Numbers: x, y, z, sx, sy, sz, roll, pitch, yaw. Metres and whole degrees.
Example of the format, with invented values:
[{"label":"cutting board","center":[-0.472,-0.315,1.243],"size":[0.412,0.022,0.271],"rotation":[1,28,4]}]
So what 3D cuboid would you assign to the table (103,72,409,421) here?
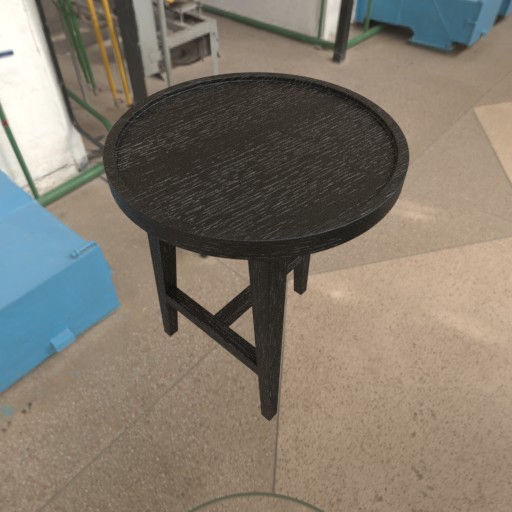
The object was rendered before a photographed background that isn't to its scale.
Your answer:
[{"label":"table","center":[0.000,0.000,0.757],"size":[0.399,0.460,0.399],"rotation":[0,46,0]}]
